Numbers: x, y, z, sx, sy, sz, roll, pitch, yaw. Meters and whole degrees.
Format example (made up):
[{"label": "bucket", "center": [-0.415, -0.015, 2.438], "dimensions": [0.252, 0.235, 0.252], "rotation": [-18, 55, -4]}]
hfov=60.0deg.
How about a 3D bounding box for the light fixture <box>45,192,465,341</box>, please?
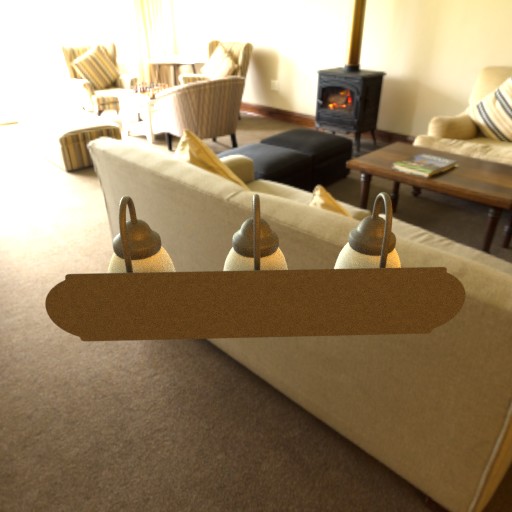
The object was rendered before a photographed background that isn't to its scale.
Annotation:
[{"label": "light fixture", "center": [0.000, 0.000, 0.719], "dimensions": [0.610, 0.222, 0.199], "rotation": [-1, 30, -2]}]
